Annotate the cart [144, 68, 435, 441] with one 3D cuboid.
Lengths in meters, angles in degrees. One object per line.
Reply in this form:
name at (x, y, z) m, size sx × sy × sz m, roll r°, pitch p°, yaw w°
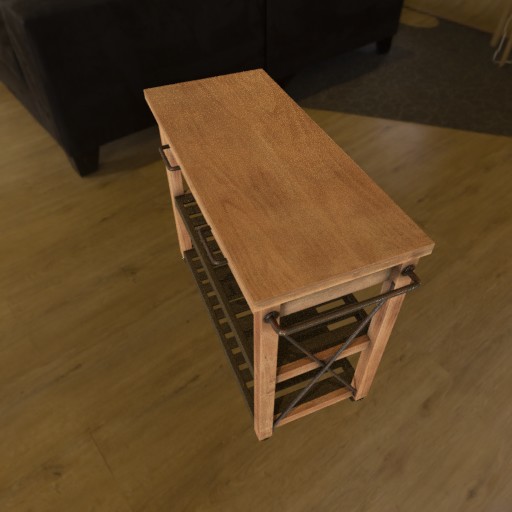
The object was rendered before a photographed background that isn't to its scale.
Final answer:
cart at (0.000, 0.000, 1.012) m, size 0.298 × 0.554 × 0.686 m, roll -17°, pitch 48°, yaw -15°
